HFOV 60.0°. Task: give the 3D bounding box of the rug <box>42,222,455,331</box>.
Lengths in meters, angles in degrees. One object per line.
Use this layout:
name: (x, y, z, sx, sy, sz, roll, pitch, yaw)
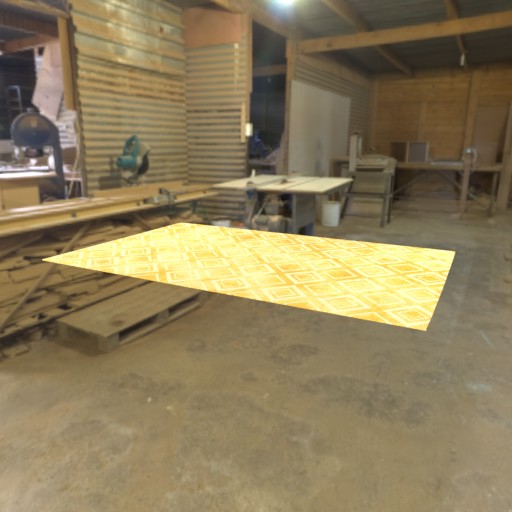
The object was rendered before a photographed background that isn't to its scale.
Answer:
rug: (0.000, 0.000, 3.054, 2.424, 0.010, 1.511, 8, 17, 27)
